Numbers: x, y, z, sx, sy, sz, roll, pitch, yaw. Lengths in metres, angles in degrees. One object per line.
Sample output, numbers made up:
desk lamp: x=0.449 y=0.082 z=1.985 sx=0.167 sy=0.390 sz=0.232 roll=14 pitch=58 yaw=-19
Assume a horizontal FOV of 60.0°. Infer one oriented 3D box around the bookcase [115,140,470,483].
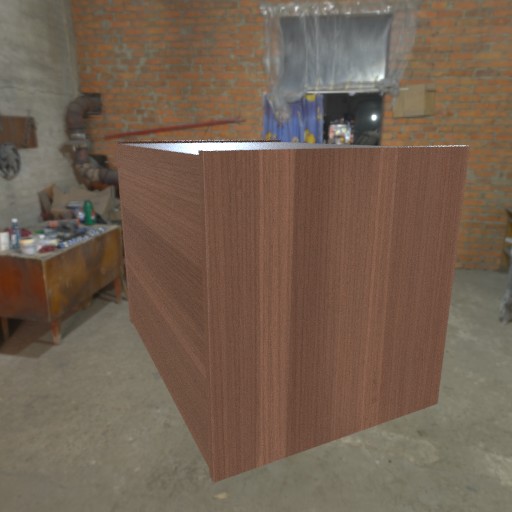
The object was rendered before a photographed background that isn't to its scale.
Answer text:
bookcase: x=0.000 y=0.000 z=0.617 sx=0.290 sy=0.305 sz=0.415 roll=-7 pitch=17 yaw=-25
